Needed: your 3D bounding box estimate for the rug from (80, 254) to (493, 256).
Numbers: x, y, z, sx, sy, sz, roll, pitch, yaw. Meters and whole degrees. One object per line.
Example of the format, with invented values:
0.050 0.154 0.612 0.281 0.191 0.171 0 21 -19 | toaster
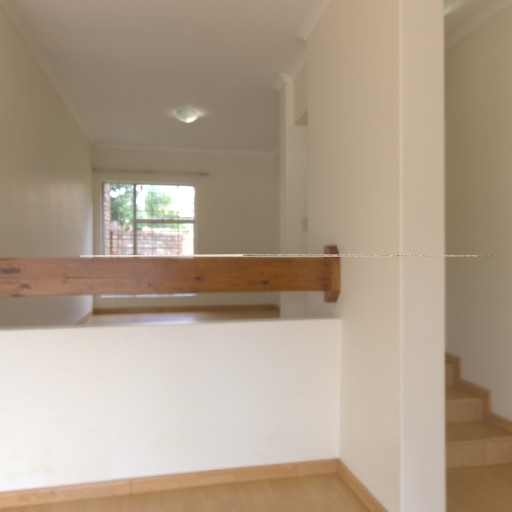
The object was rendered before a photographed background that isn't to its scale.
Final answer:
0.000 0.000 4.251 2.464 0.010 3.327 0 0 -37 | rug
